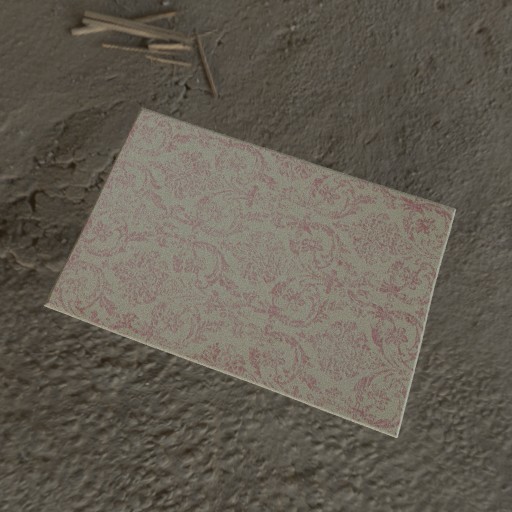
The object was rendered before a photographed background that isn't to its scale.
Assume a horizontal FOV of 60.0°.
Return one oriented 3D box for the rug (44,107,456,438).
[{"bbox_3d":[0.000,0.000,3.442,2.746,0.018,1.819,19,75,5],"label":"rug"}]
